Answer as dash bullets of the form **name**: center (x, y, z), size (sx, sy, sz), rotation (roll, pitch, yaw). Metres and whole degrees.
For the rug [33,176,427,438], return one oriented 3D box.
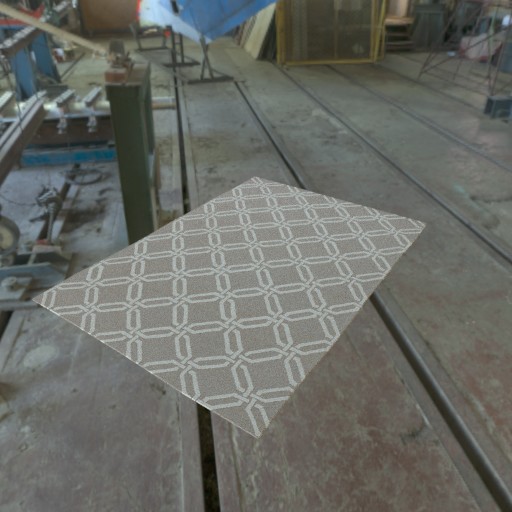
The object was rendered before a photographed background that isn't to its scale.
- **rug**: center (0.000, 0.000, 2.797), size (1.524, 0.013, 2.135), rotation (21, 38, 29)
